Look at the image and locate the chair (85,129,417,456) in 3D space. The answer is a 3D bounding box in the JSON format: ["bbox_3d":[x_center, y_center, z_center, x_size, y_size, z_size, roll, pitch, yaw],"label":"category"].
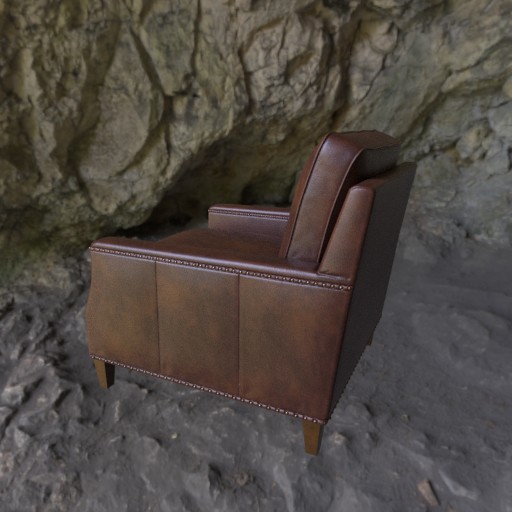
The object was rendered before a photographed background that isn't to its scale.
[{"bbox_3d":[0.000,0.000,1.691,1.014,0.929,0.853,8,18,25],"label":"chair"}]
